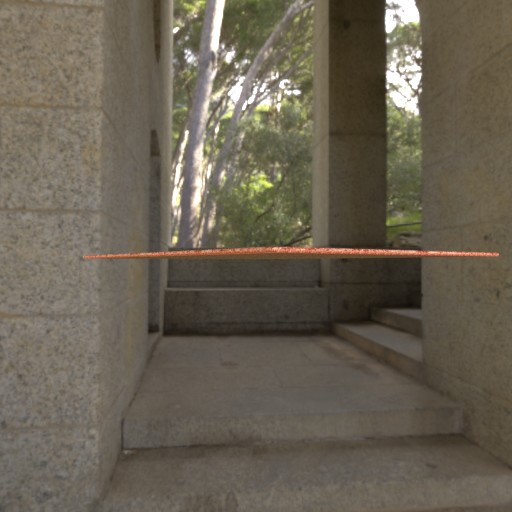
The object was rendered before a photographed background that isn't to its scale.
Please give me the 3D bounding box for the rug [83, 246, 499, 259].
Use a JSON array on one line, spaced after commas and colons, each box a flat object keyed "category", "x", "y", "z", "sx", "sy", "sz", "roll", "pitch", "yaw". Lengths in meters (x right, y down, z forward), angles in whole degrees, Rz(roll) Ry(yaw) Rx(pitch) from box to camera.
[{"category": "rug", "x": 0.000, "y": 0.000, "z": 2.258, "sx": 1.219, "sy": 0.016, "sz": 1.829, "roll": 1, "pitch": -1, "yaw": -36}]
